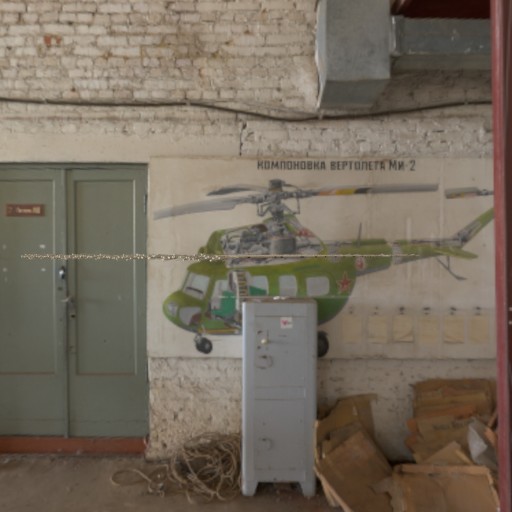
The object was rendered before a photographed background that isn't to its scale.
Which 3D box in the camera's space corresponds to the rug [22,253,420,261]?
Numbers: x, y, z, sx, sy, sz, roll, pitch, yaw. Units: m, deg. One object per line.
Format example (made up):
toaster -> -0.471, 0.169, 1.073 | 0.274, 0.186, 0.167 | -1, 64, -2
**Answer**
rug -> 0.000, 0.000, 2.485 | 1.224, 0.028, 2.023 | 0, 0, 37
